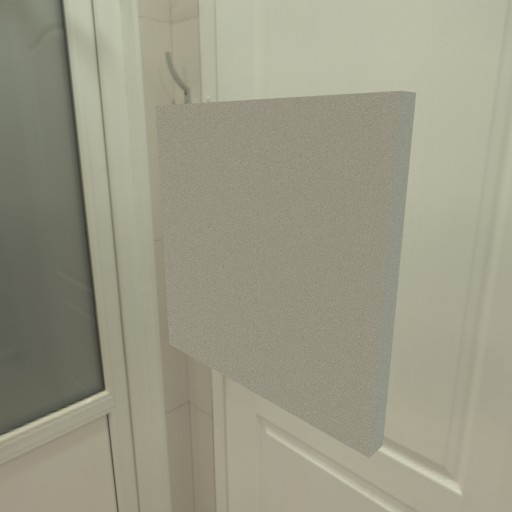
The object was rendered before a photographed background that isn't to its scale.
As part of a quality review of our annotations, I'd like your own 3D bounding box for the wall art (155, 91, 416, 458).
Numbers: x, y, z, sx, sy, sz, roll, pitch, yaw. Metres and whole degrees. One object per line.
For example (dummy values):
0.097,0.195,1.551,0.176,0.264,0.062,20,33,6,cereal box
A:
0.000,0.000,0.535,0.355,0.355,0.027,15,22,43,wall art
